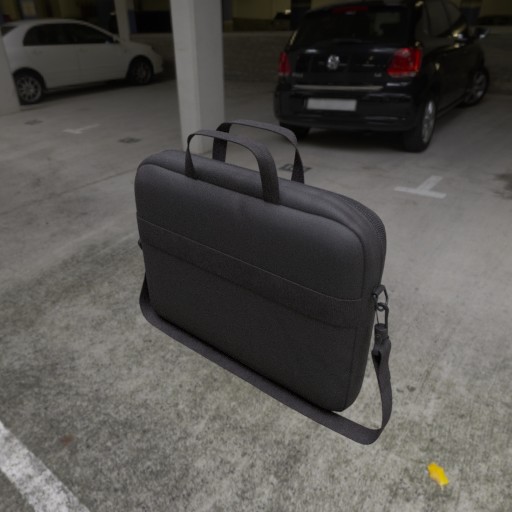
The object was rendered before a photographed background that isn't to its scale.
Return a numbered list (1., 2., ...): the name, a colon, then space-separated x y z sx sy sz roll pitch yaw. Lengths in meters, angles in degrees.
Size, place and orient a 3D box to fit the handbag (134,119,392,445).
1. handbag: 0.000 0.000 0.429 0.320 0.244 0.089 22 37 32
